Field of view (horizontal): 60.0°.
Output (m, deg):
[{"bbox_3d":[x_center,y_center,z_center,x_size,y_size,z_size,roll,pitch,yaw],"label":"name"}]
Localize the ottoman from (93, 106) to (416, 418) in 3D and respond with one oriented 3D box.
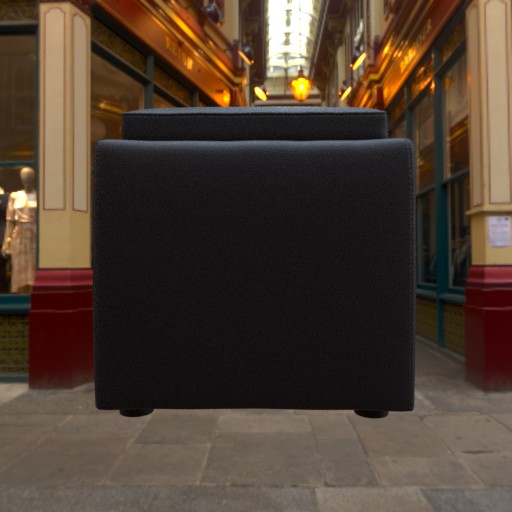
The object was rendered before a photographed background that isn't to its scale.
[{"bbox_3d":[0.000,0.000,0.816,0.451,0.460,0.450,0,-1,1],"label":"ottoman"}]
